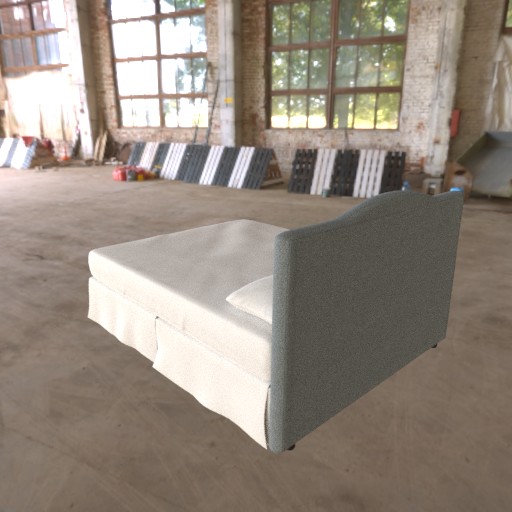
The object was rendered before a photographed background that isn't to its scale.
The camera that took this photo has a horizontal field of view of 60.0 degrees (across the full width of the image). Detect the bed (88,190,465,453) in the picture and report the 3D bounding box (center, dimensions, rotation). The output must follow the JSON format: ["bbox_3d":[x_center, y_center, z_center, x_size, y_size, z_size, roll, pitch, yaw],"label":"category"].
[{"bbox_3d":[0.000,0.000,3.974,2.161,1.457,2.689,-15,23,-40],"label":"bed"}]
